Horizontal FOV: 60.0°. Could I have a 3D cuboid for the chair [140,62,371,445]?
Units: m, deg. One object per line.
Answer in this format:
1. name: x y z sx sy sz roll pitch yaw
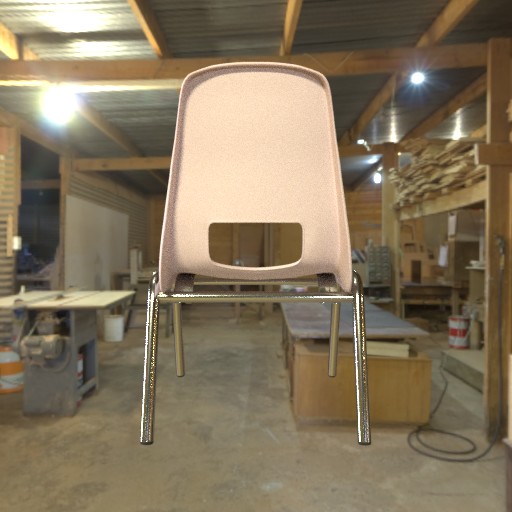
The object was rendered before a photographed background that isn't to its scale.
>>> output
1. chair: 0.000 0.000 0.794 0.354 0.537 0.385 0 1 0
